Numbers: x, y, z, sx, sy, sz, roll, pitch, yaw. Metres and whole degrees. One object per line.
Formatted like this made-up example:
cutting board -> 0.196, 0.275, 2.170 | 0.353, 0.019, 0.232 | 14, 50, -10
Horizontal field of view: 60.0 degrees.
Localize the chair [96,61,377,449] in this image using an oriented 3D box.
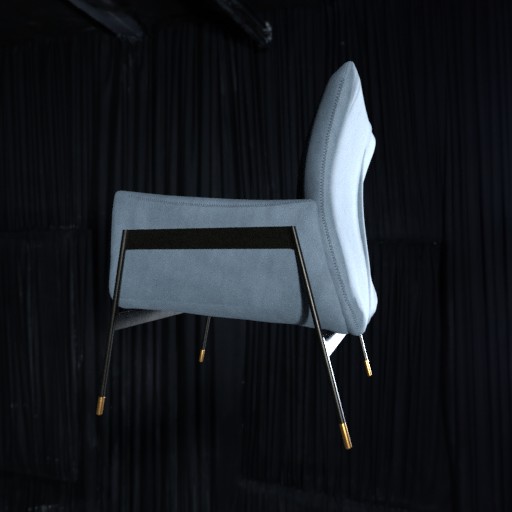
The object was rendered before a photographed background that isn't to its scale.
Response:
chair -> 0.000, 0.000, 1.387 | 0.709, 0.858, 0.678 | 0, 0, 19
